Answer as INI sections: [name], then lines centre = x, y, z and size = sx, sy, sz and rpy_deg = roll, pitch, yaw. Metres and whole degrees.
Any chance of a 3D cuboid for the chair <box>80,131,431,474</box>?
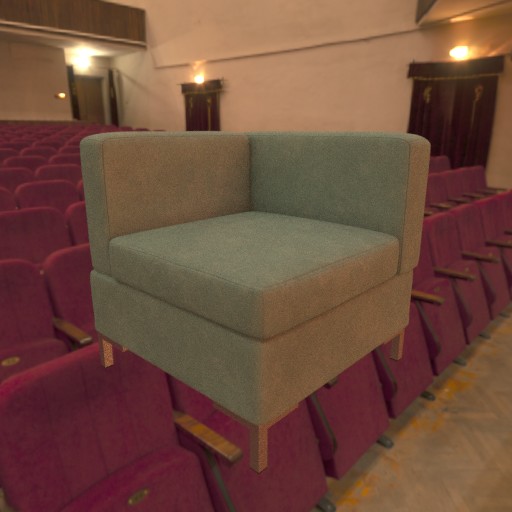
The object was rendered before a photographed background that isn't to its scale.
[chair]
centre = 0.000, 0.000, 1.222
size = 0.680, 0.660, 0.680
rpy_deg = 14, 21, 41
